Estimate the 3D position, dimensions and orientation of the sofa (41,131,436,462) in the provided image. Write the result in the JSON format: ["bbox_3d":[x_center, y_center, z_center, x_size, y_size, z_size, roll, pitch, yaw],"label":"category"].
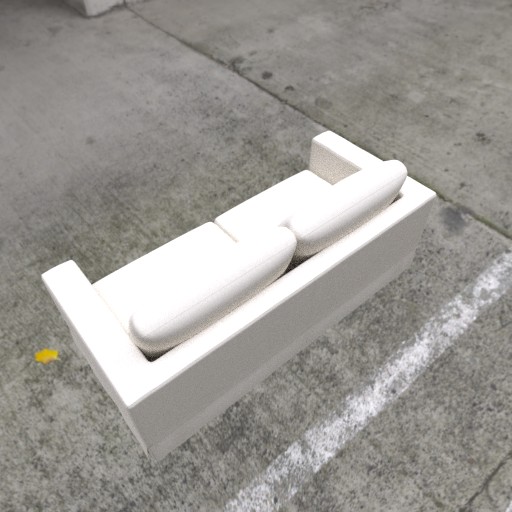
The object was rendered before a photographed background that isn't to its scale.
[{"bbox_3d":[0.000,0.000,2.658,2.163,0.881,0.954,-32,55,-25],"label":"sofa"}]
